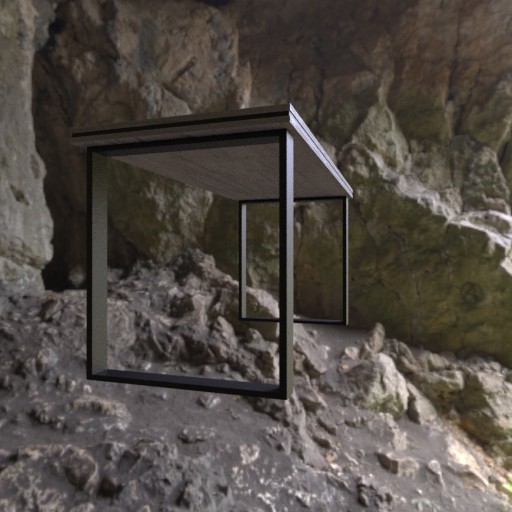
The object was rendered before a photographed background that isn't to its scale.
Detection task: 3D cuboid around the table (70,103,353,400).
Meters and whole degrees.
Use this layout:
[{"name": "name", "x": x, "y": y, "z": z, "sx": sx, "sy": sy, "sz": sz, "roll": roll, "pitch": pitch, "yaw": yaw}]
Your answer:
[{"name": "table", "x": 0.000, "y": 0.000, "z": 2.278, "sx": 0.795, "sy": 0.899, "sz": 1.778, "roll": 0, "pitch": 0, "yaw": 18}]
